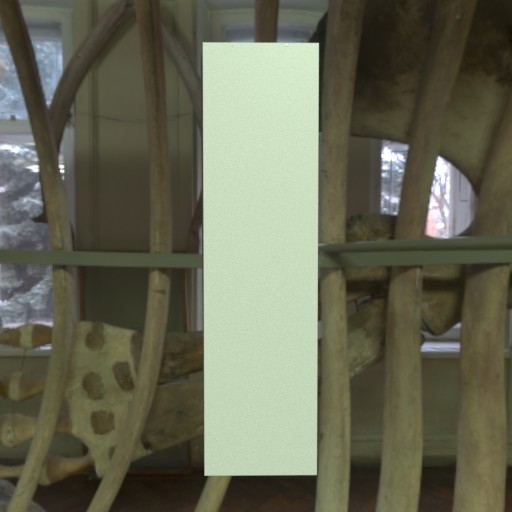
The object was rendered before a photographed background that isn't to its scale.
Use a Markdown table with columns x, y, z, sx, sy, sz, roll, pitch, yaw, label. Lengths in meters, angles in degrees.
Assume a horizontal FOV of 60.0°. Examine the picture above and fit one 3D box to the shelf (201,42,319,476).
| x | y | z | sx | sy | sz | roll | pitch | yaw | label |
| --- | --- | --- | --- | --- | --- | --- | --- | --- | --- |
| 0.000 | 0.000 | 2.649 | 0.500 | 1.810 | 1.600 | 0 | 2 | -1 | shelf |
